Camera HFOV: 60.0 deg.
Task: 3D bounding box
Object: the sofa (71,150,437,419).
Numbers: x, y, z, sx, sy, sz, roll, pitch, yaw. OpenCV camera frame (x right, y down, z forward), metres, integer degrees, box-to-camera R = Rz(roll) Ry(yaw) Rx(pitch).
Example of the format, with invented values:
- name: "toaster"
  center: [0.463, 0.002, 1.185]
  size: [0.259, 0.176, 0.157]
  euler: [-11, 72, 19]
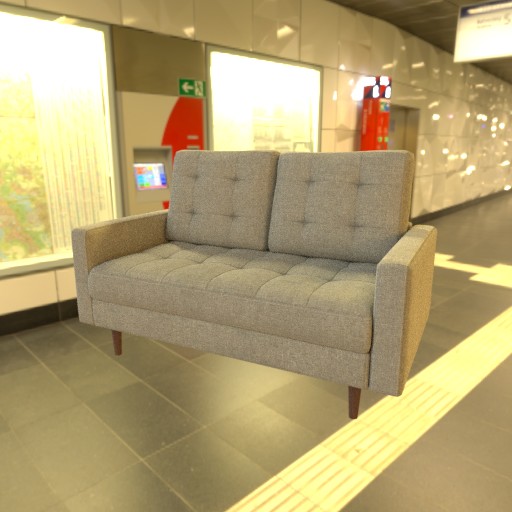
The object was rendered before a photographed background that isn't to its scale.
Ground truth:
- name: "sofa"
  center: [0.000, 0.000, 1.951]
  size: [1.407, 0.907, 0.842]
  euler: [7, 15, 26]
